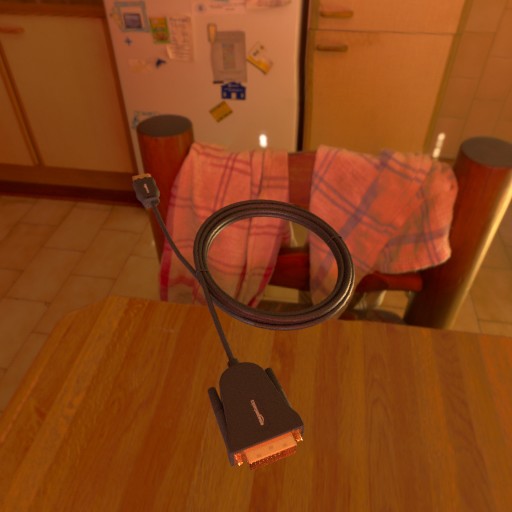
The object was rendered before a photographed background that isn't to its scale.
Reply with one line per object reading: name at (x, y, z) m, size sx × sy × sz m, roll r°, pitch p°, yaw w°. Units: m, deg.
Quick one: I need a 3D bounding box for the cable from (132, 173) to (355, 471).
cable at (0.000, 0.000, 0.327) m, size 0.136 × 0.015 × 0.281 m, roll -15°, pitch 44°, yaw -16°
